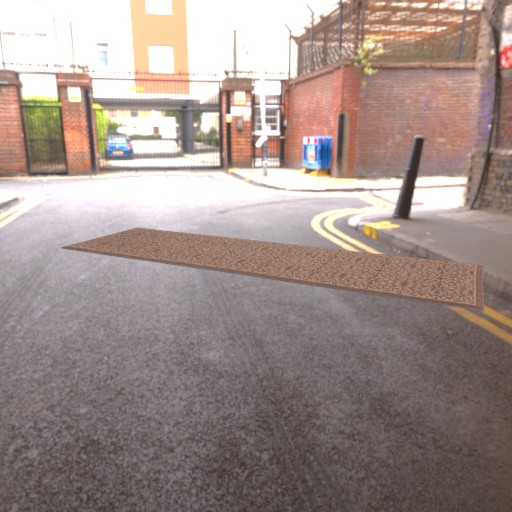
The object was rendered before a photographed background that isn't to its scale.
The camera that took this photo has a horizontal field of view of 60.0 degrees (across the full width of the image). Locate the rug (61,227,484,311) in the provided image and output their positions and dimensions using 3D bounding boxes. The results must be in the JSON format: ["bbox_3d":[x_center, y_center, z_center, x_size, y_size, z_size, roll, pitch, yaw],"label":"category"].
[{"bbox_3d":[0.000,0.000,2.385,2.196,0.011,0.662,7,16,25],"label":"rug"}]
